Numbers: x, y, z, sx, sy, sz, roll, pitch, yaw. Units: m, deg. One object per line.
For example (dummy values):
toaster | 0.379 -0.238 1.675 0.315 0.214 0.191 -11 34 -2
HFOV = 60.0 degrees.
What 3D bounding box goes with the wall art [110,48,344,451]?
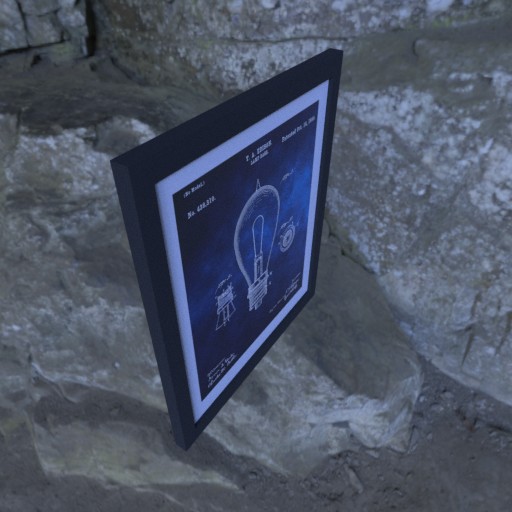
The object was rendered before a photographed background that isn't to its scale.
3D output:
wall art | 0.000 0.000 0.684 0.023 0.505 0.428 23 45 26
